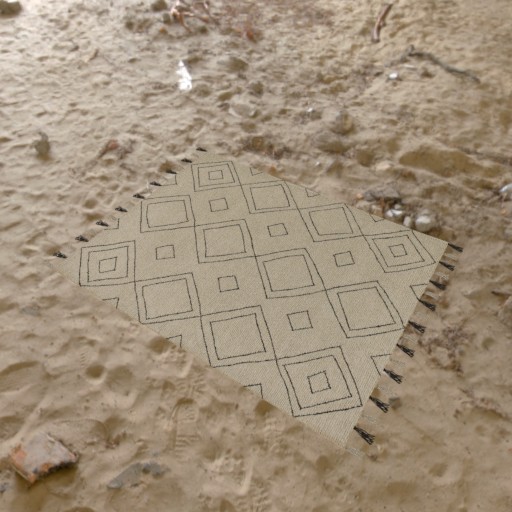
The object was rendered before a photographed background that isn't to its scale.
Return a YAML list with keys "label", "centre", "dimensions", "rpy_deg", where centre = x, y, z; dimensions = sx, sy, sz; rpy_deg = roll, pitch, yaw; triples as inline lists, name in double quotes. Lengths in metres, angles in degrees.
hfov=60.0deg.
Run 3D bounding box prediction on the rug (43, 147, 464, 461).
- label: "rug"
  centre: [0.000, 0.000, 4.171]
  dimensions: [3.221, 0.026, 2.342]
  rpy_deg: [25, 51, 22]
